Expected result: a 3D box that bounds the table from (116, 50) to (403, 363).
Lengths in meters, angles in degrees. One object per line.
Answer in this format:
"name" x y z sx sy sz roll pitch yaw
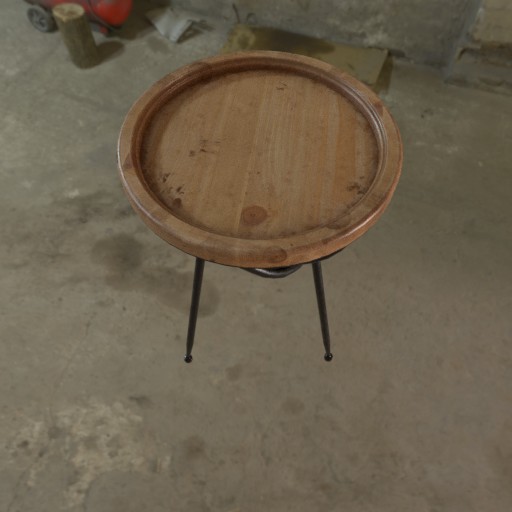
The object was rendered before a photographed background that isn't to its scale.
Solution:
"table" 0.000 0.000 0.919 0.418 0.664 0.414 -15 59 -9
